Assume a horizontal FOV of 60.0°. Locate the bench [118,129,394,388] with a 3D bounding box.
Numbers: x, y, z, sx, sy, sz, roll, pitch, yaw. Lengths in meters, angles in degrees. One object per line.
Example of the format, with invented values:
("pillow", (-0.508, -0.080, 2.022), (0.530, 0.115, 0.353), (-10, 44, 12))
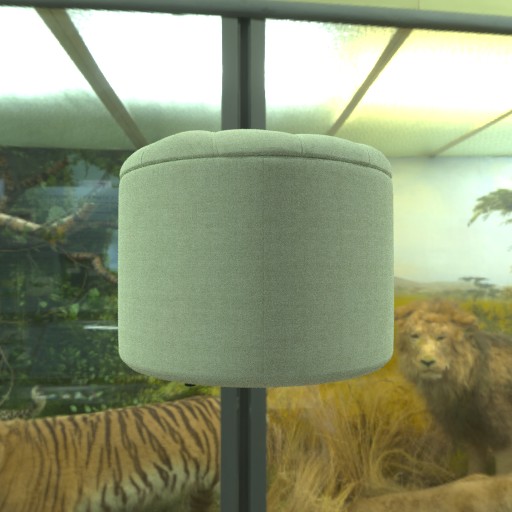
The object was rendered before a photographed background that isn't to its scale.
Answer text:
("bench", (0.000, 0.000, 1.011), (0.600, 0.453, 0.600), (0, -1, 0))
